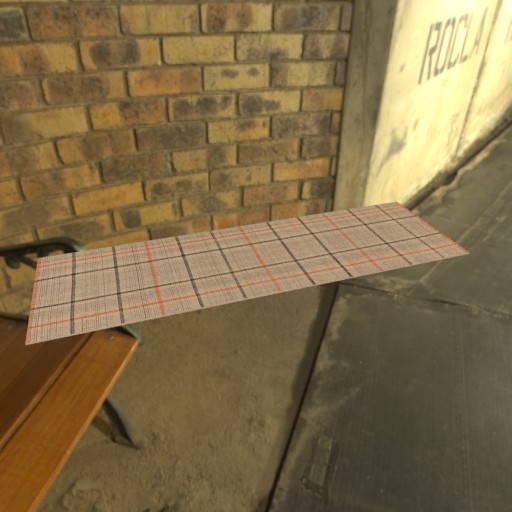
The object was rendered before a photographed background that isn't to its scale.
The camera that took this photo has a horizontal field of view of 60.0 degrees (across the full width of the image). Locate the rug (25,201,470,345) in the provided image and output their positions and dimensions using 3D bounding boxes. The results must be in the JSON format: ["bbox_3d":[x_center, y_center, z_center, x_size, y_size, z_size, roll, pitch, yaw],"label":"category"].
[{"bbox_3d":[0.000,0.000,2.622,2.439,0.008,0.762,-10,33,-16],"label":"rug"}]
